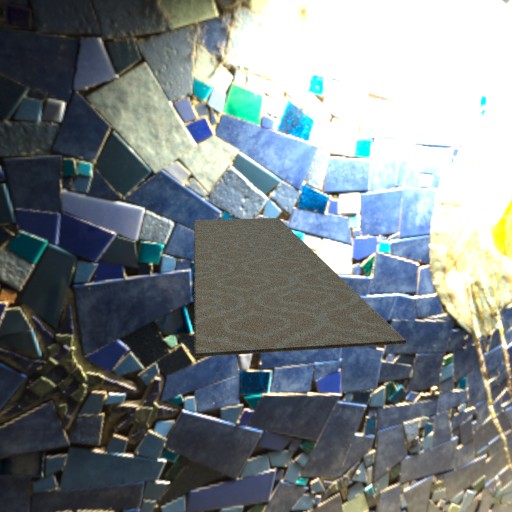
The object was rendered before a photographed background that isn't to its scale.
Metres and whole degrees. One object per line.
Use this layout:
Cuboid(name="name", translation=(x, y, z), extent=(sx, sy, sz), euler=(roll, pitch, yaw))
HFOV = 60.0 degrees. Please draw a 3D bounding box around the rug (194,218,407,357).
Cuboid(name="rug", translation=(0.000, 0.000, 2.501), extent=(0.691, 0.013, 2.289), euler=(-2, 15, -7))
